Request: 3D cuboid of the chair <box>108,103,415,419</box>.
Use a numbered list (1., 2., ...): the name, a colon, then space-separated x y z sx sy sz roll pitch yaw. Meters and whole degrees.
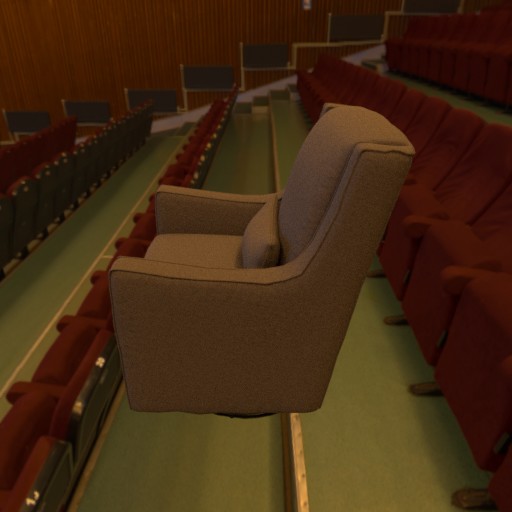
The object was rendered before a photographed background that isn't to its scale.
1. chair: 0.000 0.000 1.604 0.879 0.993 0.732 0 28 0
